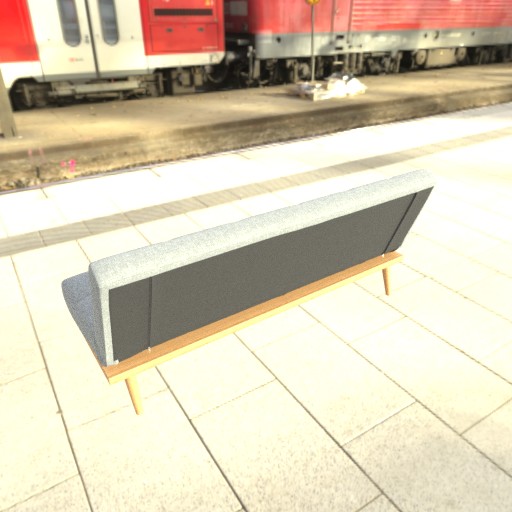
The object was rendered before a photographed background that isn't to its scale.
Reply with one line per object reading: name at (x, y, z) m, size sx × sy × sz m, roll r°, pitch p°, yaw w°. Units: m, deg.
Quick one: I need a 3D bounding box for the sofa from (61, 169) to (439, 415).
sofa at (0.000, 0.000, 2.322) m, size 1.820 × 0.800 × 0.800 m, roll -19°, pitch 34°, yaw -30°
